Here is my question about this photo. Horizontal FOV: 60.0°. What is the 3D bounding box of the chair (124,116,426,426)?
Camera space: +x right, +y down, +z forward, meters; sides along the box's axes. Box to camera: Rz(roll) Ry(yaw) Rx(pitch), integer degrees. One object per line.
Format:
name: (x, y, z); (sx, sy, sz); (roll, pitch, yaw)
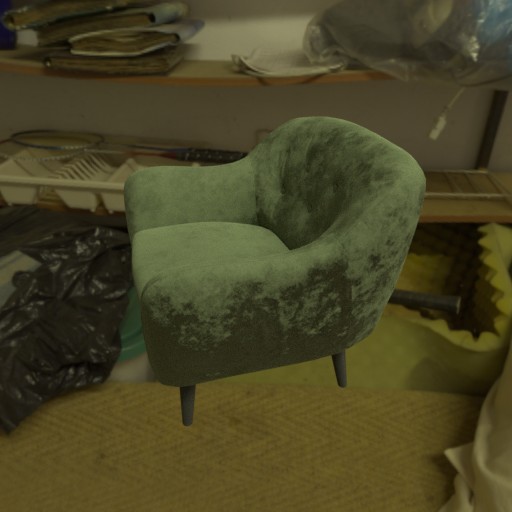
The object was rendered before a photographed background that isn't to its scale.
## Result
chair: (0.000, 0.000, 1.509); (0.819, 0.804, 0.840); (-9, 30, -15)
